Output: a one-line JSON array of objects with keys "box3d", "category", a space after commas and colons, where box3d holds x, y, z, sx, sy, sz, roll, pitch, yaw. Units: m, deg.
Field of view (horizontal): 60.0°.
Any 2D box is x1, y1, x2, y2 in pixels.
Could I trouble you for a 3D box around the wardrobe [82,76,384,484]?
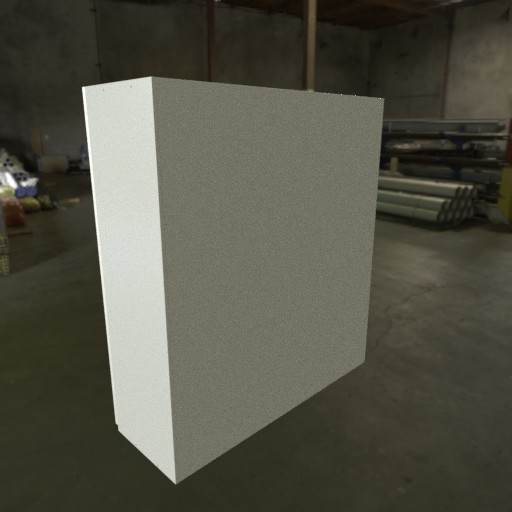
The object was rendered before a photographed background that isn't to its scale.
[{"box3d": [0.000, 0.000, 2.826, 1.780, 1.960, 0.629, -15, 22, -43], "category": "wardrobe"}]
